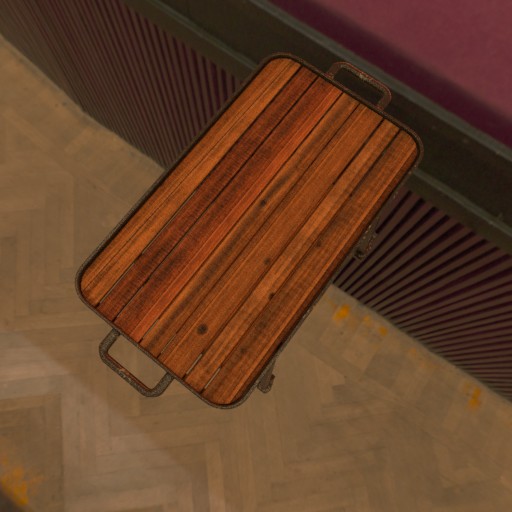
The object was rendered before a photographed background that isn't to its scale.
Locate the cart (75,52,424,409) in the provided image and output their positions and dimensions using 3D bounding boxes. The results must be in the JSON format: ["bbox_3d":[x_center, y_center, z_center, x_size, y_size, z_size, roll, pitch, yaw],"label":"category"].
[{"bbox_3d":[0.000,0.000,1.225,0.515,0.700,0.806,36,78,9],"label":"cart"}]
